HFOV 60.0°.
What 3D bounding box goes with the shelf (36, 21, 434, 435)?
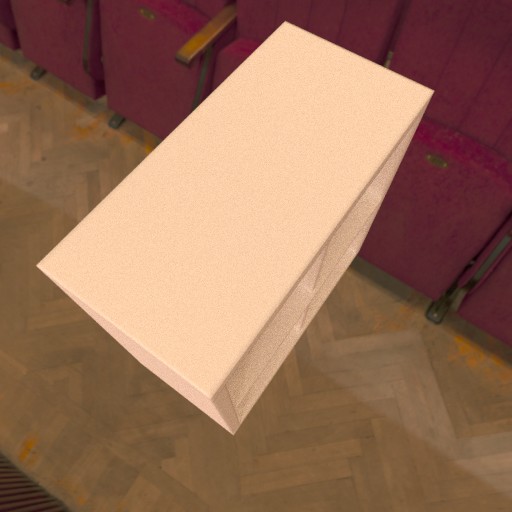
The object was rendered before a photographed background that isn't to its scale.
[{"bbox_3d":[0.000,0.000,1.226,0.390,0.786,0.790,33,69,15],"label":"shelf"}]
